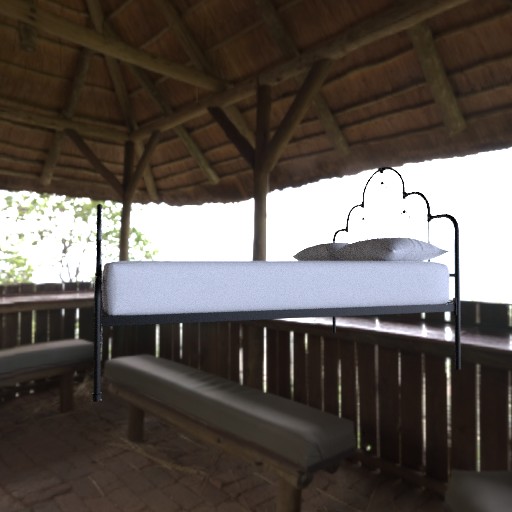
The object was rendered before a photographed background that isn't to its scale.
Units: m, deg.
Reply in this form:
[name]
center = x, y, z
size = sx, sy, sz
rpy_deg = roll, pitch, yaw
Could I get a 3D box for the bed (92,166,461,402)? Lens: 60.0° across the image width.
[bed]
center = 0.000, 0.000, 3.209
size = 2.181, 1.444, 1.626
rpy_deg = 0, -1, -19
